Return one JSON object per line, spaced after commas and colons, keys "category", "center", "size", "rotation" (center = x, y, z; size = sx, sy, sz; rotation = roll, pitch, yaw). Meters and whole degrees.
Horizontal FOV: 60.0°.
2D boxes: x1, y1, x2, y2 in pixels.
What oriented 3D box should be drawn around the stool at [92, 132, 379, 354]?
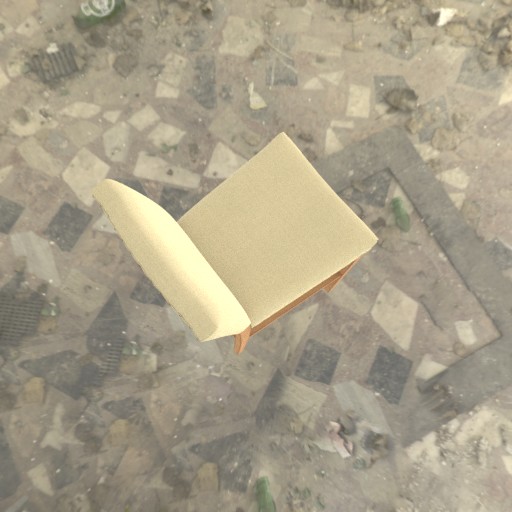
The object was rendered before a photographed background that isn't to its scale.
{"category": "stool", "center": [0.000, 0.000, 1.405], "size": [0.546, 1.143, 0.428], "rotation": [-37, 78, -9]}
